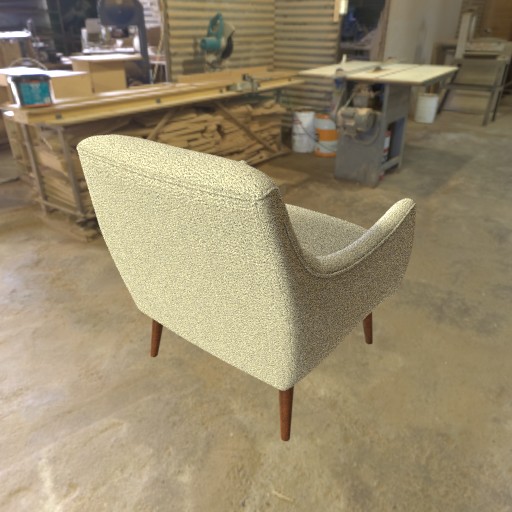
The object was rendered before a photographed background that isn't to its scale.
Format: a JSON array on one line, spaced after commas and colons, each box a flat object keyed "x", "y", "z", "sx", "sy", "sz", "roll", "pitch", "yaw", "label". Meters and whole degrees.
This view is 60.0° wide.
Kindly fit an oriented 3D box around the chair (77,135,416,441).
[{"x": 0.000, "y": 0.000, "z": 1.438, "sx": 0.762, "sy": 0.838, "sz": 0.787, "roll": 21, "pitch": 35, "yaw": 33, "label": "chair"}]
